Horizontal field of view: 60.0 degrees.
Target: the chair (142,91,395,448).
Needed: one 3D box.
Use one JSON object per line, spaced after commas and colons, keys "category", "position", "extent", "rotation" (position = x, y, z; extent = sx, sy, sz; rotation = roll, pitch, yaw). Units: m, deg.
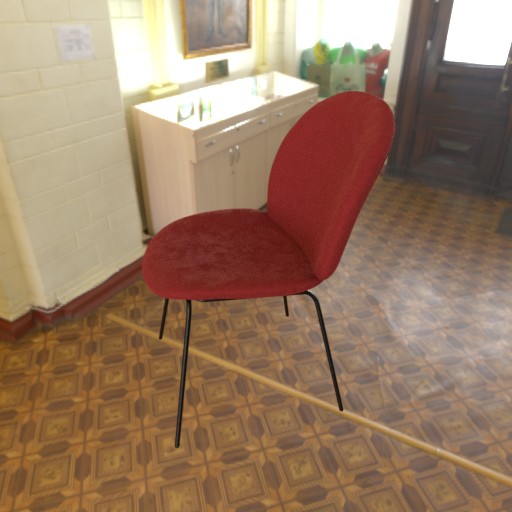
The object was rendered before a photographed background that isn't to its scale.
{"category": "chair", "position": [0.000, 0.000, 1.173], "extent": [0.587, 0.791, 0.458], "rotation": [-8, 30, -14]}
